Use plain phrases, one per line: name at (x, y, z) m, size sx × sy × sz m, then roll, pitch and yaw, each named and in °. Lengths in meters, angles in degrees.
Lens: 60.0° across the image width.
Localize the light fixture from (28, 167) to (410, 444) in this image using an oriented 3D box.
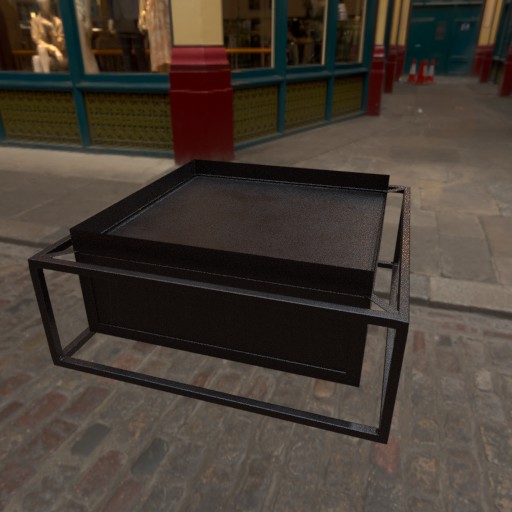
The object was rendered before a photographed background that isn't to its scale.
light fixture at (0.000, 0.000, 0.692) m, size 0.441 × 0.191 × 0.441 m, roll 8°, pitch 27°, yaw 16°
